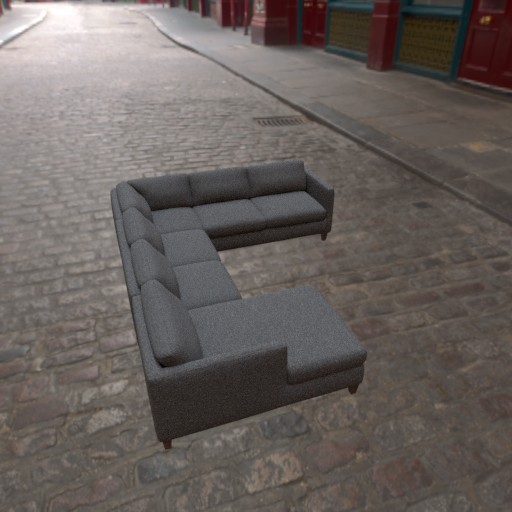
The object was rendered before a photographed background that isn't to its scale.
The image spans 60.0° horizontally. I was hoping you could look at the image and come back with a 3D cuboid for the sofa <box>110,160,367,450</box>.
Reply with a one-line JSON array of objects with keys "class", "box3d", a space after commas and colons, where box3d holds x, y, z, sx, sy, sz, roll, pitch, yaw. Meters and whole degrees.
[{"class": "sofa", "box3d": [0.000, 0.000, 4.428, 2.551, 0.853, 3.238, -10, 32, -17]}]
